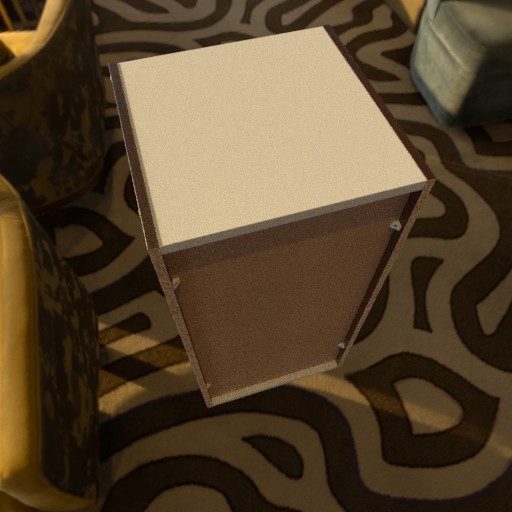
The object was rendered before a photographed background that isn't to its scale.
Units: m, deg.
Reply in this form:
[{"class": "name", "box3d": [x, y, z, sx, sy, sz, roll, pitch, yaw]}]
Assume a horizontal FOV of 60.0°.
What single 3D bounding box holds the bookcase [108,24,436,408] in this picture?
[{"class": "bookcase", "box3d": [0.000, 0.000, 0.757, 0.300, 0.600, 0.290, -15, 59, -9]}]
